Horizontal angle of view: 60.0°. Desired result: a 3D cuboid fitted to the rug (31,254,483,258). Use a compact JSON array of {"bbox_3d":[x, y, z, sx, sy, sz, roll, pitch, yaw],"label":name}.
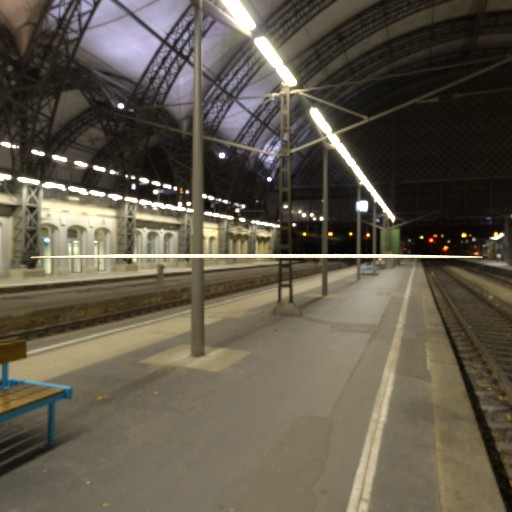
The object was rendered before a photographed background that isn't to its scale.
[{"bbox_3d":[0.000,0.000,2.418,1.850,0.006,1.234,0,1,-1],"label":"rug"}]
